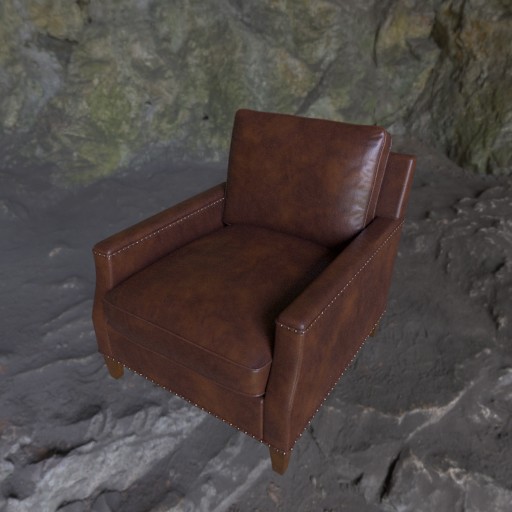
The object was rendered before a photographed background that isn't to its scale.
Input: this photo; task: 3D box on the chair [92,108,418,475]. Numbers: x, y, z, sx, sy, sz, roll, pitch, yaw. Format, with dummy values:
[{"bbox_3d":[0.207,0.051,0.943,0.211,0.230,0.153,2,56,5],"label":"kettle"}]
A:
[{"bbox_3d":[0.000,0.000,1.708,0.853,0.929,1.014,17,33,29],"label":"chair"}]
